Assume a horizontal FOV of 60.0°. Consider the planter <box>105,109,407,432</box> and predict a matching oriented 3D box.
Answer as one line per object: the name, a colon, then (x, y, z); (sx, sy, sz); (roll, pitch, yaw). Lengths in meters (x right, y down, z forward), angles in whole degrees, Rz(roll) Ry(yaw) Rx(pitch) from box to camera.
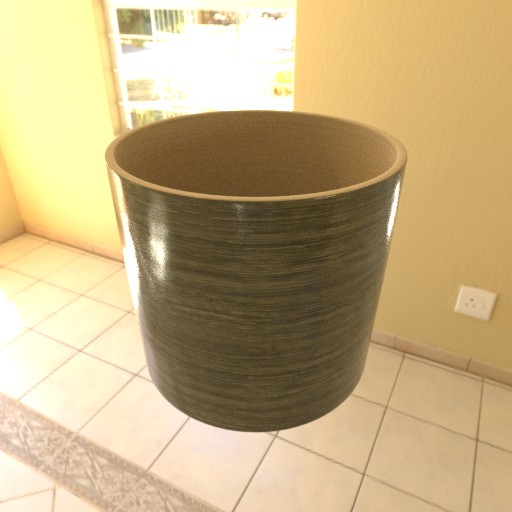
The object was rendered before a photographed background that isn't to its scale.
planter: (0.000, 0.000, 0.388); (0.221, 0.201, 0.221); (0, 31, 0)
